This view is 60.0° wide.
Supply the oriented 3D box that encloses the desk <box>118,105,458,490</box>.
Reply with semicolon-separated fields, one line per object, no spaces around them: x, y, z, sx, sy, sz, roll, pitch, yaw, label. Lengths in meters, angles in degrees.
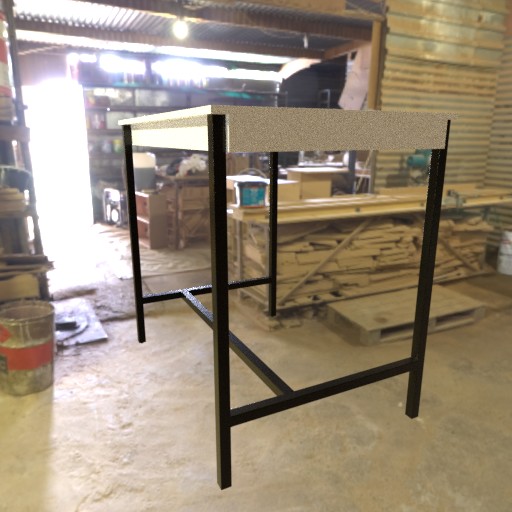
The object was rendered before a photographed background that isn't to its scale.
0.000;0.000;1.285;0.573;0.766;0.811;-7;17;-26;desk
